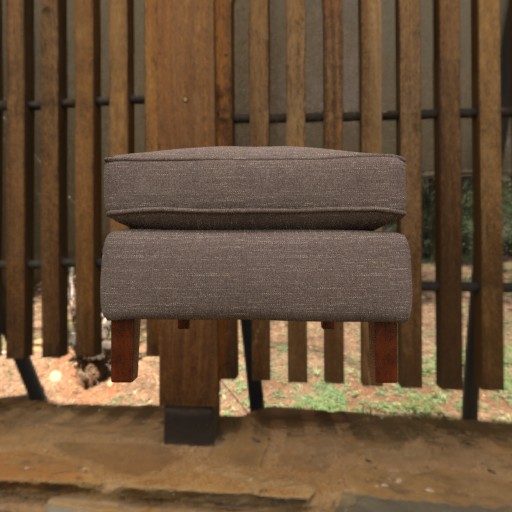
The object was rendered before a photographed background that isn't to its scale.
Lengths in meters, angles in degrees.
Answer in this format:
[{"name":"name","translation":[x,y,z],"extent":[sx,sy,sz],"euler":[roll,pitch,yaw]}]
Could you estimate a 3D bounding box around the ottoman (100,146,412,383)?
[{"name":"ottoman","translation":[0.000,0.000,0.998],"extent":[0.508,0.406,0.686],"euler":[0,-1,0]}]
